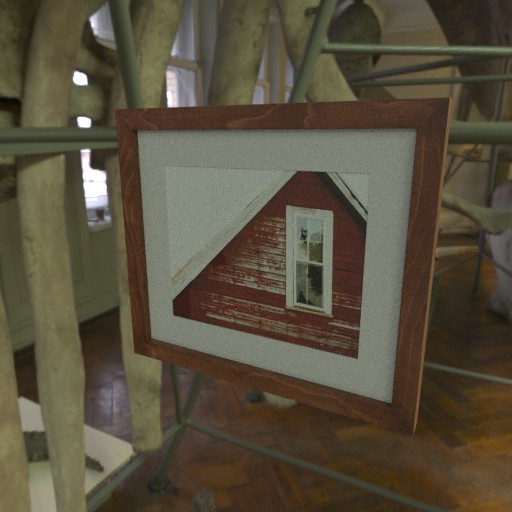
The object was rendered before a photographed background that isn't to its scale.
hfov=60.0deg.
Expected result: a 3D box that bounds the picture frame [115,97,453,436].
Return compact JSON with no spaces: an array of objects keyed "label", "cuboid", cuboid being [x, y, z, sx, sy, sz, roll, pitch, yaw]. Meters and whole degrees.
[{"label":"picture frame","cuboid":[0.000,0.000,0.511,0.381,0.330,0.025,8,17,27]}]
